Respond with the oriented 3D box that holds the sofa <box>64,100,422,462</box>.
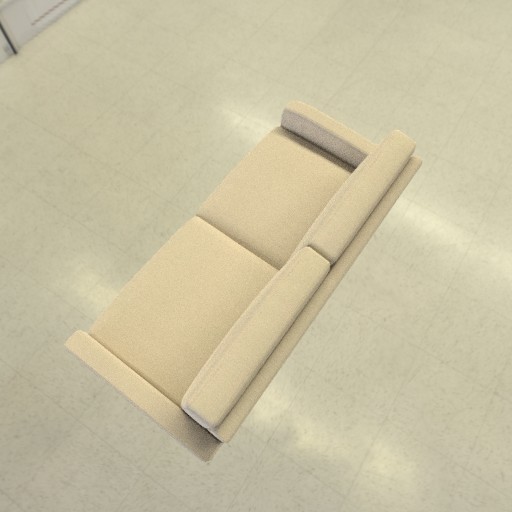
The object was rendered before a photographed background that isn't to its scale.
[{"bbox_3d":[0.000,0.000,2.267,0.894,0.831,1.808,33,68,15],"label":"sofa"}]
